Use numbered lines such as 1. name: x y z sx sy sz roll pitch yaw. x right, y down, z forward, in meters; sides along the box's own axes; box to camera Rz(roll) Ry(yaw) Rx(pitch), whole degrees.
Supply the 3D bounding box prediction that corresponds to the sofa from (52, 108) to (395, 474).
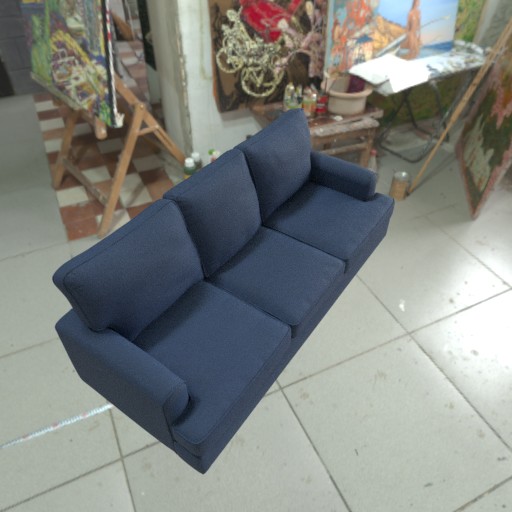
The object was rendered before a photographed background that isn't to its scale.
1. sofa: 0.000 0.000 2.665 0.951 0.965 2.158 26 49 25
